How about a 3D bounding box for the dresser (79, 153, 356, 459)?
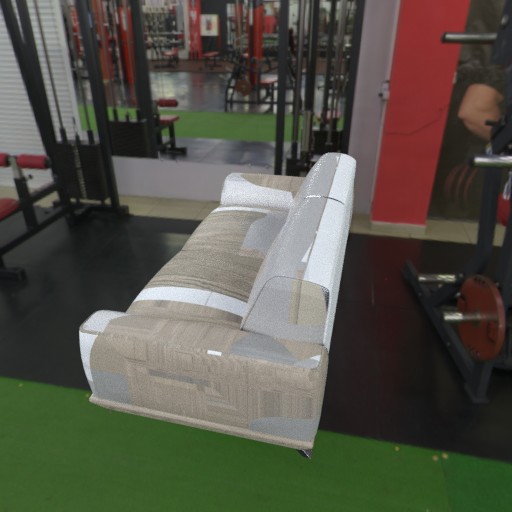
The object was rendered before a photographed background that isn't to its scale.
[{"bbox_3d":[0.000,0.000,5.771,2.251,1.863,4.679,7,29,12],"label":"dresser"}]
